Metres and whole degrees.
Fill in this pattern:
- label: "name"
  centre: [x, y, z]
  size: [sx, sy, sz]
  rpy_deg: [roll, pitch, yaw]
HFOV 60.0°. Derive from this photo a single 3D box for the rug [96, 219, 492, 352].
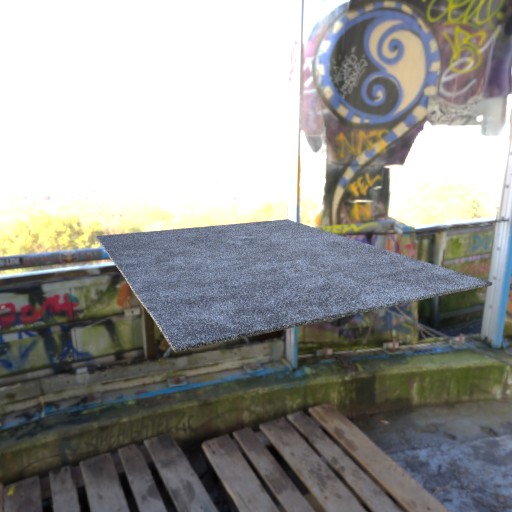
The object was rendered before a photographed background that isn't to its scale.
- label: "rug"
  centre: [0.000, 0.000, 4.038]
  size: [2.401, 0.025, 3.000]
  rpy_deg: [-7, 16, -25]
